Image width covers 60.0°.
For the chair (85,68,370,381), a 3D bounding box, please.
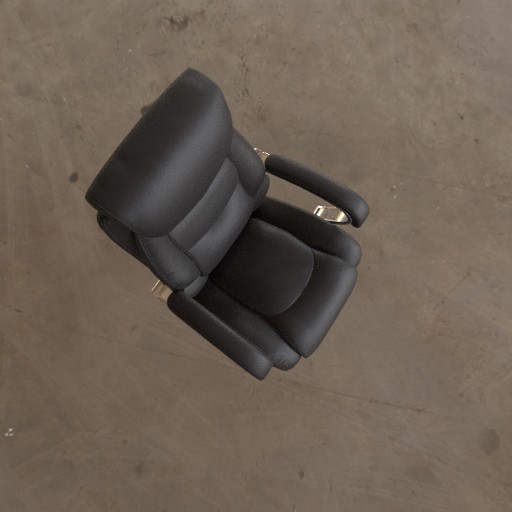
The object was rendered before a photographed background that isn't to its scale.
[{"bbox_3d":[0.000,0.000,1.702,0.790,1.183,0.755,32,78,8],"label":"chair"}]
